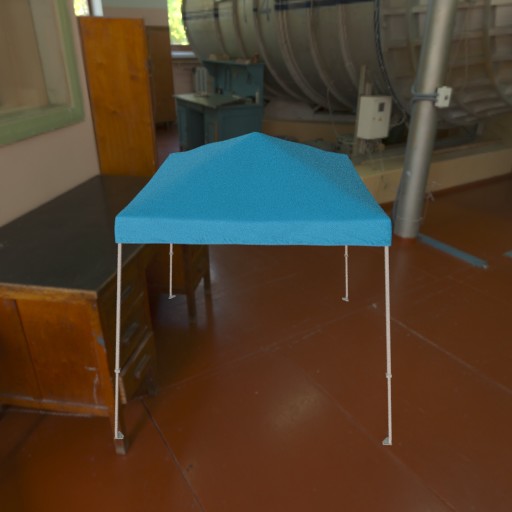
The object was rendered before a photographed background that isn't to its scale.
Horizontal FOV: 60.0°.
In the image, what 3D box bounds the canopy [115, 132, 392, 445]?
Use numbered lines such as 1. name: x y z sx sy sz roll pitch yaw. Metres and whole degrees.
1. canopy: 0.000 0.000 5.200 2.848 2.849 2.849 1 26 1
